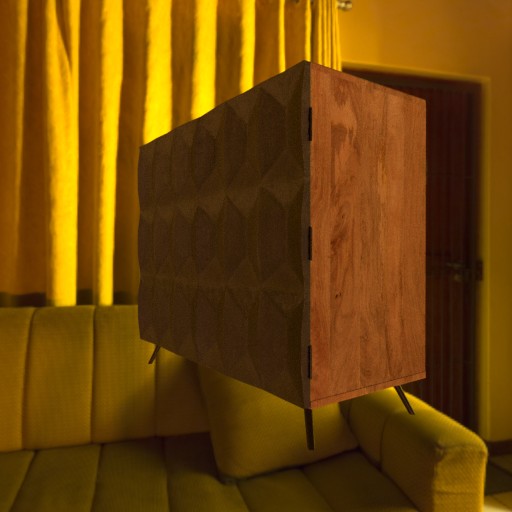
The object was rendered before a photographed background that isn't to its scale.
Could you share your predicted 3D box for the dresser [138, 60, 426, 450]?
[{"bbox_3d":[0.000,0.000,1.461,0.446,0.847,0.967,0,1,-35],"label":"dresser"}]
